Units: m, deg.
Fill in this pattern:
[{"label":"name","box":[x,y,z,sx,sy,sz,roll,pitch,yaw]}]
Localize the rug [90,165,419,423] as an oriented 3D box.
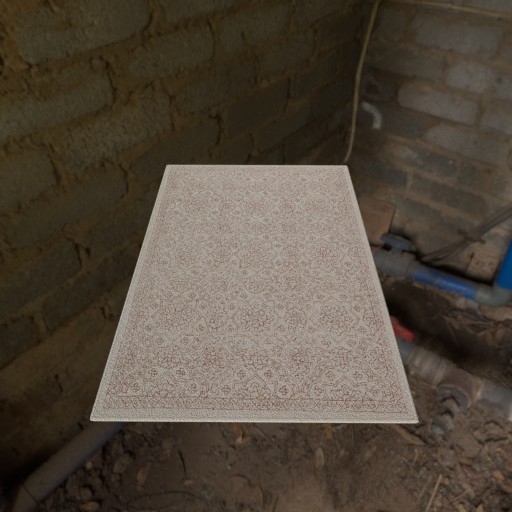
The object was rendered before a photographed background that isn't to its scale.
[{"label":"rug","box":[0.000,0.000,2.316,1.219,0.010,1.829,0,42,0]}]
